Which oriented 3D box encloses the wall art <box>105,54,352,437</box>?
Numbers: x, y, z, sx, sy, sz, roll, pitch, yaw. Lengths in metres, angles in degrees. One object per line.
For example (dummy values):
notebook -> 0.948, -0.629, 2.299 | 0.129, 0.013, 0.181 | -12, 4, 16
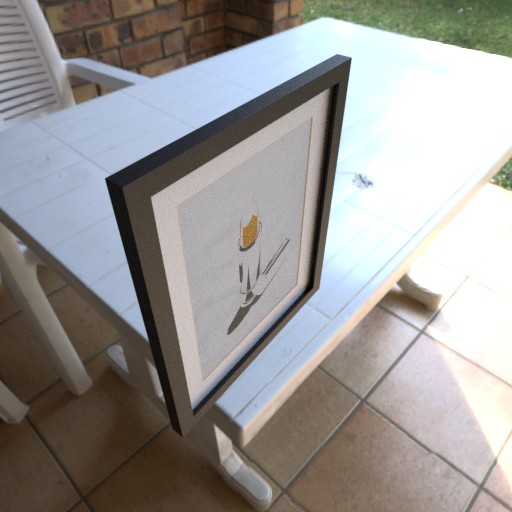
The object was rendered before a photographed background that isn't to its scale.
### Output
wall art -> 0.000, 0.000, 0.539 | 0.019, 0.381, 0.330 | 28, 49, 27
